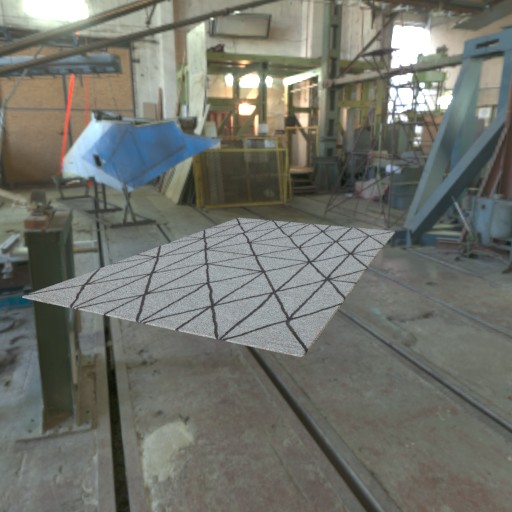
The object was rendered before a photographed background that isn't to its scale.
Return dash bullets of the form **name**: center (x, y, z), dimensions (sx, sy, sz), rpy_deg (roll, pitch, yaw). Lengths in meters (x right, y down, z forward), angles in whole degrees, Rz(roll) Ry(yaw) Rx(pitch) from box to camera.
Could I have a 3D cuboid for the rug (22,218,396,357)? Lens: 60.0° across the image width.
- **rug**: center (0.000, 0.000, 3.057), dimensions (1.526, 0.008, 2.465), rpy_deg (7, 17, 24)
